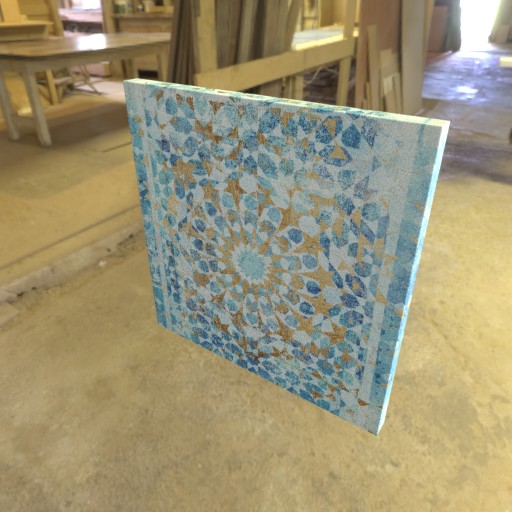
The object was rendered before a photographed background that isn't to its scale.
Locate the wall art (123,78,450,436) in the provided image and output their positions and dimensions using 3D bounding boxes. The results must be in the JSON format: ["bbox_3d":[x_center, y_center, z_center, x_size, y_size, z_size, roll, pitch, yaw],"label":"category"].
[{"bbox_3d":[0.000,0.000,0.886,0.609,0.609,0.040,20,36,29],"label":"wall art"}]
